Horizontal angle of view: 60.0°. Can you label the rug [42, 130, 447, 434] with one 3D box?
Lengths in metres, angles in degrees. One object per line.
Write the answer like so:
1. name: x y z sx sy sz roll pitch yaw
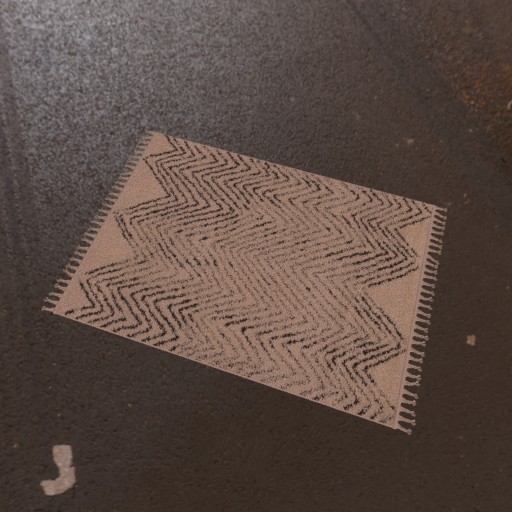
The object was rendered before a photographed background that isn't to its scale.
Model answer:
1. rug: 0.000 0.000 2.311 1.847 0.014 1.230 16 64 8
